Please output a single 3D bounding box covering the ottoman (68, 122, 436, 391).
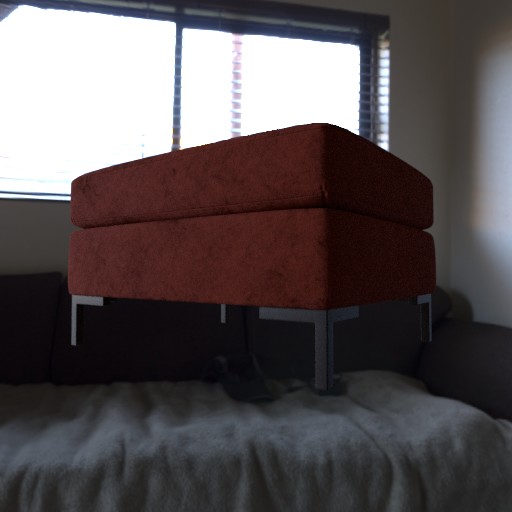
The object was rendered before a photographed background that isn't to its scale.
[{"bbox_3d":[0.000,0.000,1.180,0.782,0.462,0.650,-1,-2,36],"label":"ottoman"}]
